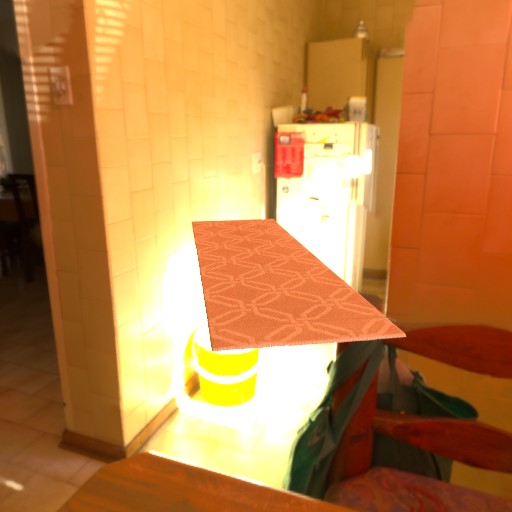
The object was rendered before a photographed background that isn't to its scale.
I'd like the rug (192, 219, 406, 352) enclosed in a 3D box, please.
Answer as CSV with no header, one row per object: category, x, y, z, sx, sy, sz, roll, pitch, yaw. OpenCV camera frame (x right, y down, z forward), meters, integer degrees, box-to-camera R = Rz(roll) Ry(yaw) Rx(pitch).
rug,0.000,0.000,2.573,0.678,0.014,2.276,-3,15,-9
